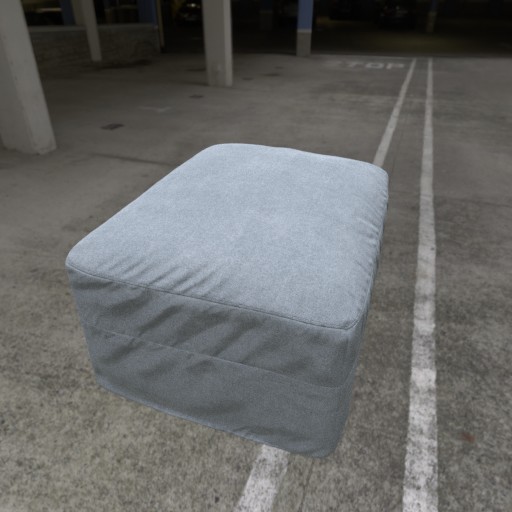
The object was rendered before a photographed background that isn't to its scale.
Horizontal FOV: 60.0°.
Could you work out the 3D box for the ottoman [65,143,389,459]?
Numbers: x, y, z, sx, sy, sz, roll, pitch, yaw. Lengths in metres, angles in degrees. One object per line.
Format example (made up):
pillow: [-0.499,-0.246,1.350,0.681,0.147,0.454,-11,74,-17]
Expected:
ottoman: [0.000,0.000,1.282,0.683,0.481,0.837,10,34,16]
